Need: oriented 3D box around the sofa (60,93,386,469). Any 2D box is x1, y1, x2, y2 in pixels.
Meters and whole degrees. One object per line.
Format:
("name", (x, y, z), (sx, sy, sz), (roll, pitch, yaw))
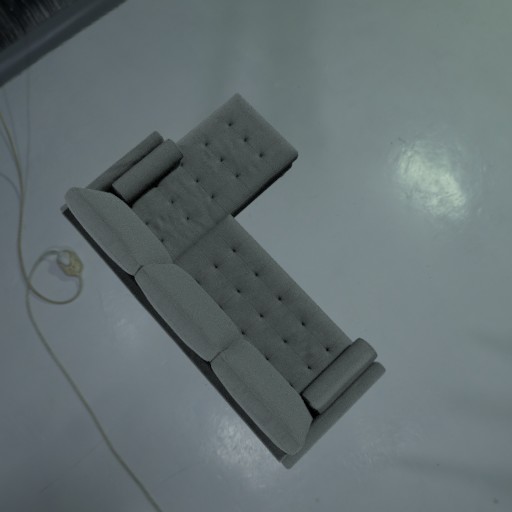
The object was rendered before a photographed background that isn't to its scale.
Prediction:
("sofa", (0.000, 0.000, 2.989), (1.506, 0.876, 2.178), (-42, 81, -9))
